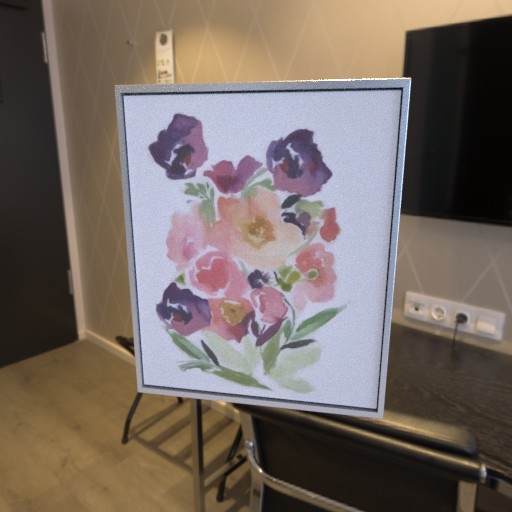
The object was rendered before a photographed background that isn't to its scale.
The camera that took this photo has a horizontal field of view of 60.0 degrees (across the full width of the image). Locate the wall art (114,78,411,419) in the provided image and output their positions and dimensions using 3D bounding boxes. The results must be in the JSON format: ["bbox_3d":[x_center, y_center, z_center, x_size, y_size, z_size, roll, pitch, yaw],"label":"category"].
[{"bbox_3d":[0.000,0.000,0.752,0.452,0.549,0.038,3,15,10],"label":"wall art"}]
